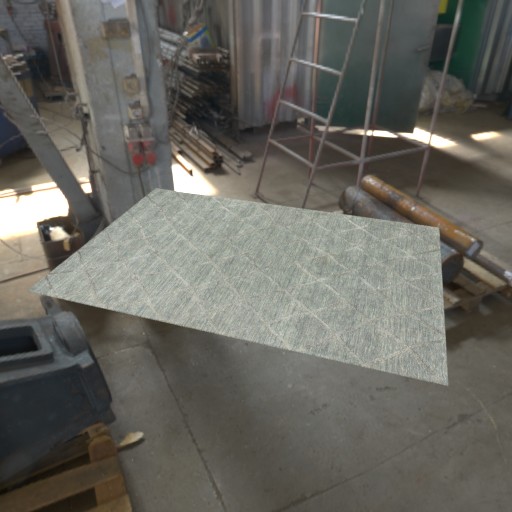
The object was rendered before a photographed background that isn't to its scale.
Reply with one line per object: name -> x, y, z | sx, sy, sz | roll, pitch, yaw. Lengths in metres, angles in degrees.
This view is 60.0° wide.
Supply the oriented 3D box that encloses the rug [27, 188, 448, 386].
rug -> 0.000, 0.000, 2.875 | 2.283, 0.006, 1.521 | 10, 34, 15
